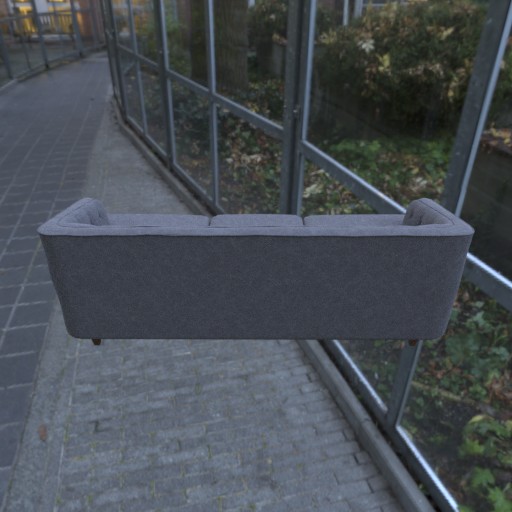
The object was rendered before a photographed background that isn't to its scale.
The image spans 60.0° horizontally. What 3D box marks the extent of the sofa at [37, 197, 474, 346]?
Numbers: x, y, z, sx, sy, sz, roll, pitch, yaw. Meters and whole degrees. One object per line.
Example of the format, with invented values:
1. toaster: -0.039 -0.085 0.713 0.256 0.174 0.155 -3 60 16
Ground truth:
1. sofa: 0.000 0.000 2.708 2.247 0.806 0.917 0 31 0
